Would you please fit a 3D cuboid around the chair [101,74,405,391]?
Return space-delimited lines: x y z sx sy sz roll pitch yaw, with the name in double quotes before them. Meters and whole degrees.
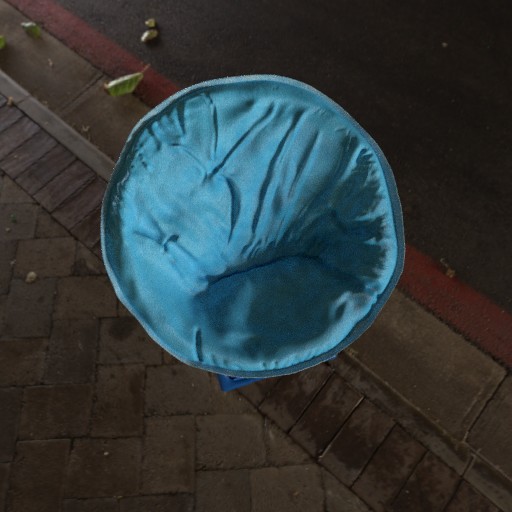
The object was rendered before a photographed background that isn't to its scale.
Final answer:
"chair" 0.000 0.000 0.868 0.520 0.478 0.465 -15 65 -7
